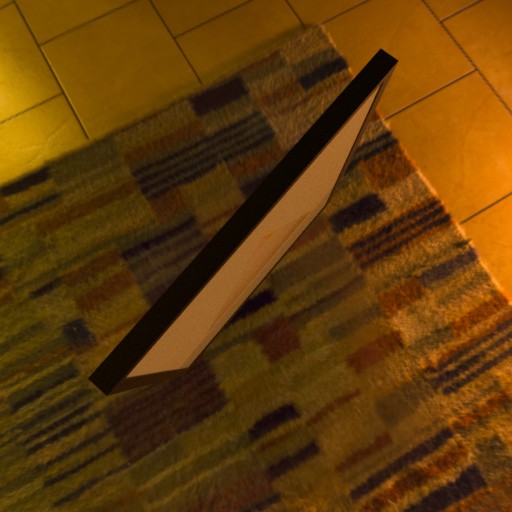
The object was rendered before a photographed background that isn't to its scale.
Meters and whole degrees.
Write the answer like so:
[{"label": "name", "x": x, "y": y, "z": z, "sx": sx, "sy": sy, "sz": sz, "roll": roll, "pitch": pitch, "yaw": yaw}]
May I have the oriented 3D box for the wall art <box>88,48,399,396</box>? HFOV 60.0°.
[{"label": "wall art", "x": 0.000, "y": 0.000, "z": 0.751, "sx": 0.028, "sy": 0.511, "sz": 0.513, "roll": 39, "pitch": 80, "yaw": 8}]
